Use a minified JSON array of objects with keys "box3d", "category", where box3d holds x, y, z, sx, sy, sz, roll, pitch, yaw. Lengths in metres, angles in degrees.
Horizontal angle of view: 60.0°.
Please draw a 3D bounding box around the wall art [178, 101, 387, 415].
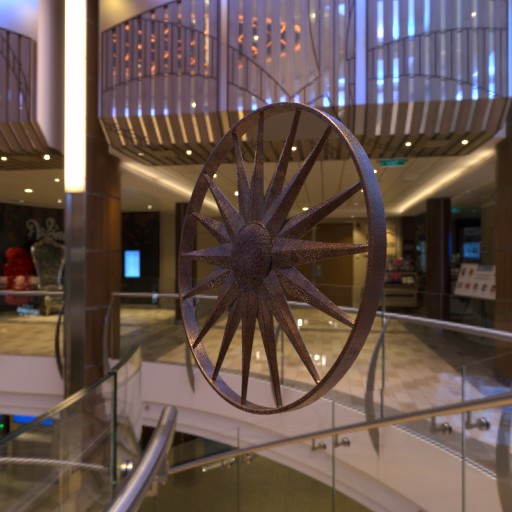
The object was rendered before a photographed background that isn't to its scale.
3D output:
[{"box3d":[0.000,0.000,0.862,0.084,0.583,0.582,0,-1,-37],"category":"wall art"}]
